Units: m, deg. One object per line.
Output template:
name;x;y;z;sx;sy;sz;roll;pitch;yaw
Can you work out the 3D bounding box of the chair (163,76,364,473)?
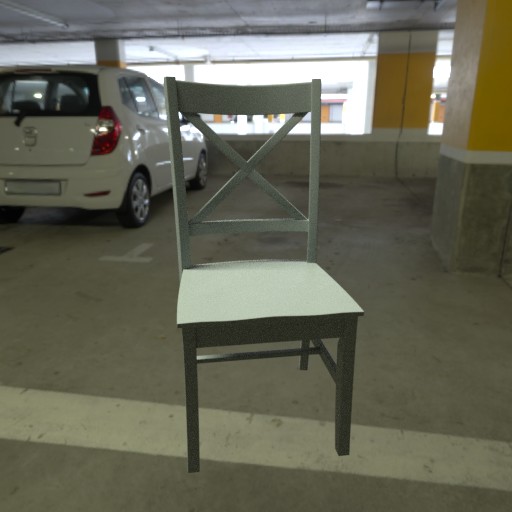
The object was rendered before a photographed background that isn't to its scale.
chair;0.000;0.000;1.264;0.485;0.983;0.542;-3;17;-8
